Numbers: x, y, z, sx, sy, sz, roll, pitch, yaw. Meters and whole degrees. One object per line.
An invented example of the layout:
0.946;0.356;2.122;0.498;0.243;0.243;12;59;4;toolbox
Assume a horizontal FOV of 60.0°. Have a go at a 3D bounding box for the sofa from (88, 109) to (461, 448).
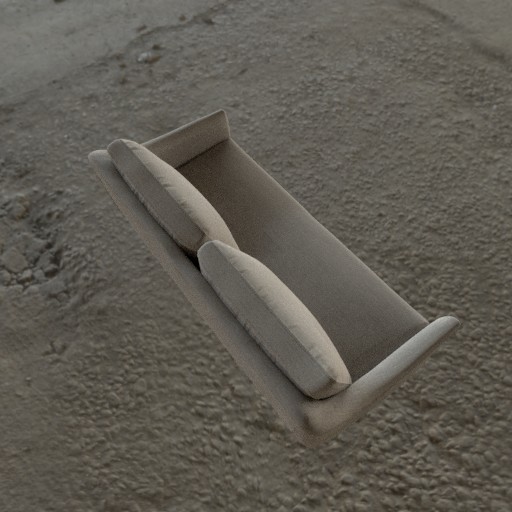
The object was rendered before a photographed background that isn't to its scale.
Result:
0.000;0.000;2.547;0.980;0.913;2.036;-33;63;-19;sofa
